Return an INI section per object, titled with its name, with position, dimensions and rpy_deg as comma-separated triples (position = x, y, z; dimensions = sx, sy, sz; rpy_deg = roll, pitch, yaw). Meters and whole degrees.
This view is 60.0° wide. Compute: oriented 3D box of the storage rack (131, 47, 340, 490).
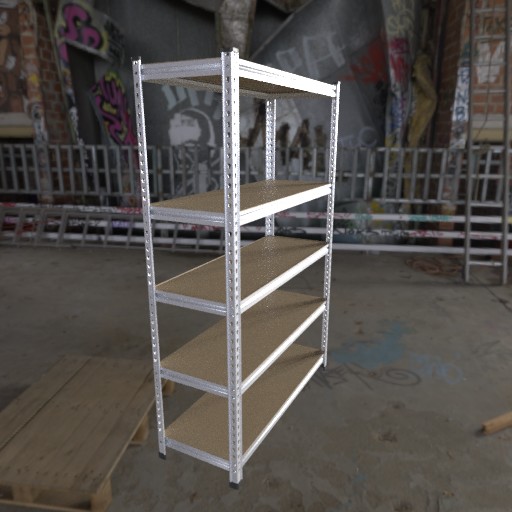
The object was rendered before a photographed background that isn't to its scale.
[storage rack]
position = 0.000, 0.000, 2.367
dimensions = 0.457, 1.829, 1.219
rpy_deg = 8, 17, 27
